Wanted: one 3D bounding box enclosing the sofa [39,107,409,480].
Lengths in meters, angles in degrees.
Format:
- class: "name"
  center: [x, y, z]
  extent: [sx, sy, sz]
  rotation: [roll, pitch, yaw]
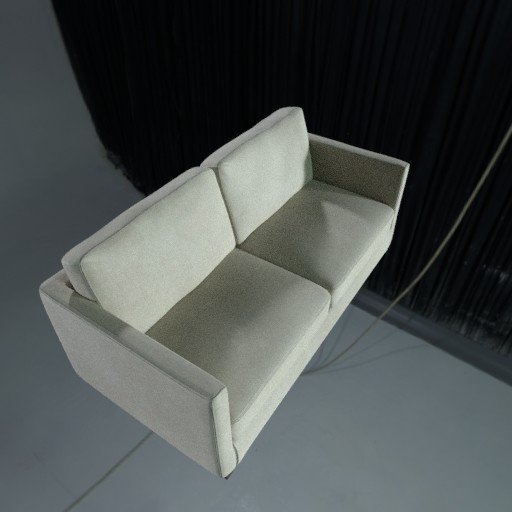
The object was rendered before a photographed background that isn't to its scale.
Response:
- class: "sofa"
  center: [0.000, 0.000, 2.332]
  extent: [0.950, 0.940, 1.846]
  rotation: [24, 47, 25]
